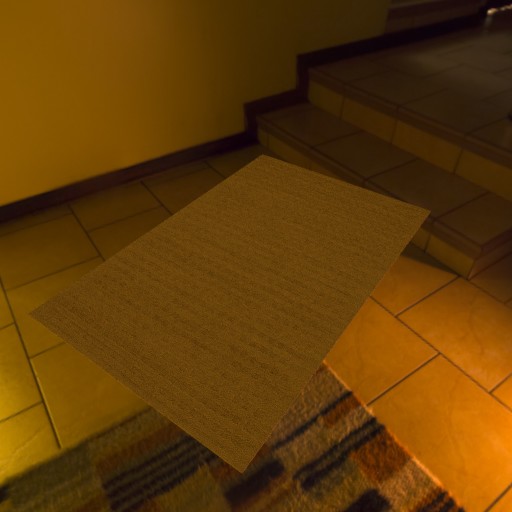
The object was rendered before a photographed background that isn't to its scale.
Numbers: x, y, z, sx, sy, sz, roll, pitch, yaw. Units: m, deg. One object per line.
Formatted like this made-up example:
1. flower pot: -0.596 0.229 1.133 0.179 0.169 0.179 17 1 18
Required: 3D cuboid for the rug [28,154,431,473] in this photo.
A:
1. rug: 0.000 0.000 2.182 1.142 0.006 1.752 25 46 26
